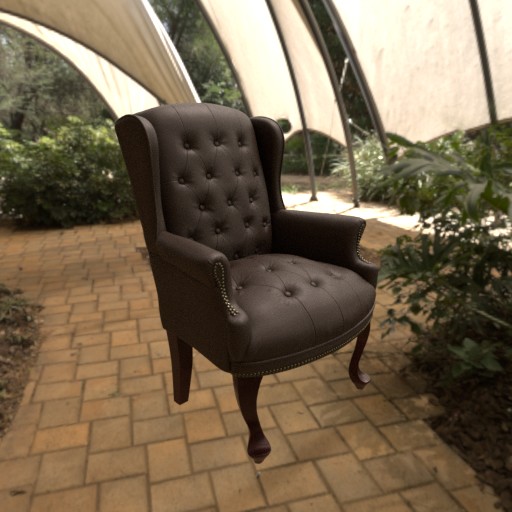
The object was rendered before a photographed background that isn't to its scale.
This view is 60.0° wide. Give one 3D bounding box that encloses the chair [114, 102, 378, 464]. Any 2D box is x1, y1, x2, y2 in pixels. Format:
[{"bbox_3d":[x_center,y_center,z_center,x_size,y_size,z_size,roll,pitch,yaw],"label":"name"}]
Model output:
[{"bbox_3d":[0.000,0.000,1.691,0.829,1.132,0.819,-15,22,-43],"label":"chair"}]
